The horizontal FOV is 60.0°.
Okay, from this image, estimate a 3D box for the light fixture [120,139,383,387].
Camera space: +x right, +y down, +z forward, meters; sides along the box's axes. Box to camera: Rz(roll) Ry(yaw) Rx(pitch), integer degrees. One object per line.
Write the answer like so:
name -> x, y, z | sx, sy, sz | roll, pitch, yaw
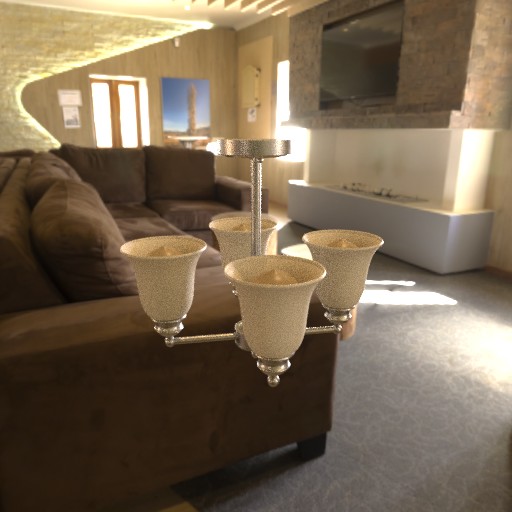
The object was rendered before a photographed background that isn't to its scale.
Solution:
light fixture -> 0.000, 0.000, 0.728 | 0.427, 0.370, 0.427 | -3, 16, -9
